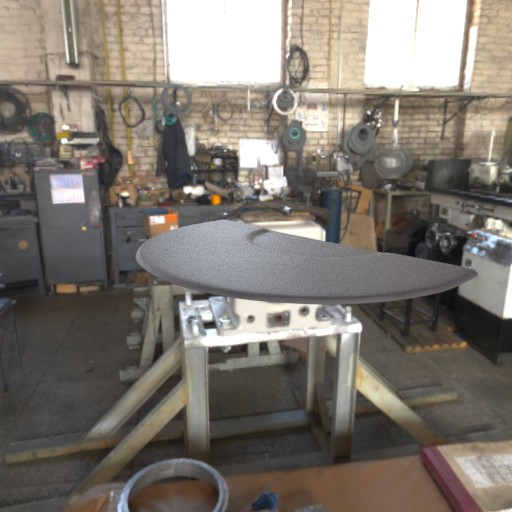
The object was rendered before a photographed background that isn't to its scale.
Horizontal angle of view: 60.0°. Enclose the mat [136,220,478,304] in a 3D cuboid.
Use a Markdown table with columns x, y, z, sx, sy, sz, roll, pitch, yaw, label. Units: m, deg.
| x | y | z | sx | sy | sz | roll | pitch | yaw | label |
| --- | --- | --- | --- | --- | --- | --- | --- | --- | --- |
| 0.000 | 0.000 | 1.903 | 0.917 | 0.022 | 1.525 | -14 | 20 | -42 | mat |
